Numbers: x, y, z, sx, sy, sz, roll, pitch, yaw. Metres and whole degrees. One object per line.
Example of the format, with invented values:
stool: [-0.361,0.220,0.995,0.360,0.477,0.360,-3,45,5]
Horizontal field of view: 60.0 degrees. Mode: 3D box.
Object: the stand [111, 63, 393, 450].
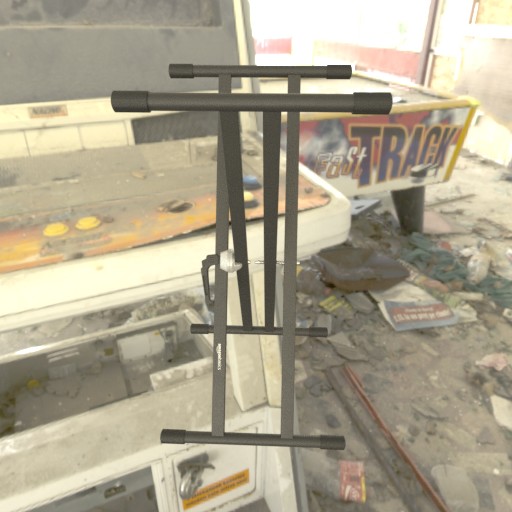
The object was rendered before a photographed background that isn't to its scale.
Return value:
stand: [0.000,0.000,1.183,0.495,0.900,0.503,1,29,2]
